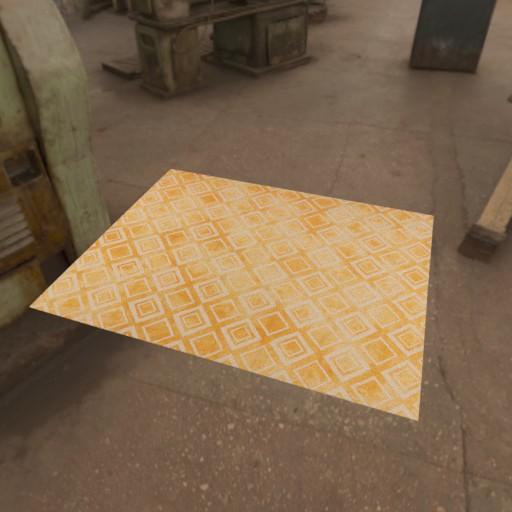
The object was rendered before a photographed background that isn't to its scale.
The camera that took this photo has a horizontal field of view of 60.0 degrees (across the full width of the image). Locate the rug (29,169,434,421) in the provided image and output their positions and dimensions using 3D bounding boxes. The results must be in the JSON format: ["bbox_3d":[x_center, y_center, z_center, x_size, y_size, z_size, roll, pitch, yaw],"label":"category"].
[{"bbox_3d":[0.000,0.000,4.080,3.037,0.011,2.433,13,41,15],"label":"rug"}]
